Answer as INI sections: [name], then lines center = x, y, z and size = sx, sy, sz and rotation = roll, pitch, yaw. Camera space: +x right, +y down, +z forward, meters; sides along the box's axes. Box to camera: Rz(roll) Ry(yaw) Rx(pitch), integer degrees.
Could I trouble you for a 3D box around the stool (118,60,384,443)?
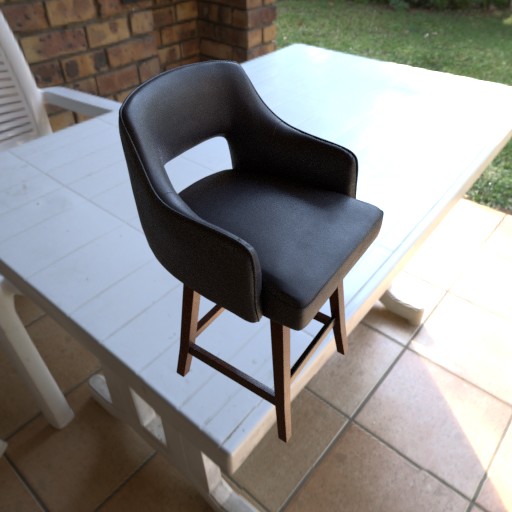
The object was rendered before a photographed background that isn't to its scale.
[stool]
center = 0.000, 0.000, 1.275
size = 0.560, 0.936, 0.550
rotation = 24, 45, 26
